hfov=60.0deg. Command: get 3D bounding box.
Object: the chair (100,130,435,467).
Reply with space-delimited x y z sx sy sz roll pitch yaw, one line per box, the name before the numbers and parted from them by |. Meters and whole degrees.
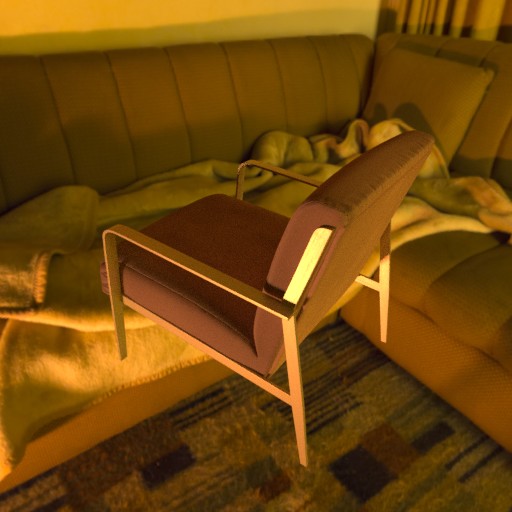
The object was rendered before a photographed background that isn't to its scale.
chair | 0.000 0.000 1.467 0.848 0.823 0.701 20 37 29
